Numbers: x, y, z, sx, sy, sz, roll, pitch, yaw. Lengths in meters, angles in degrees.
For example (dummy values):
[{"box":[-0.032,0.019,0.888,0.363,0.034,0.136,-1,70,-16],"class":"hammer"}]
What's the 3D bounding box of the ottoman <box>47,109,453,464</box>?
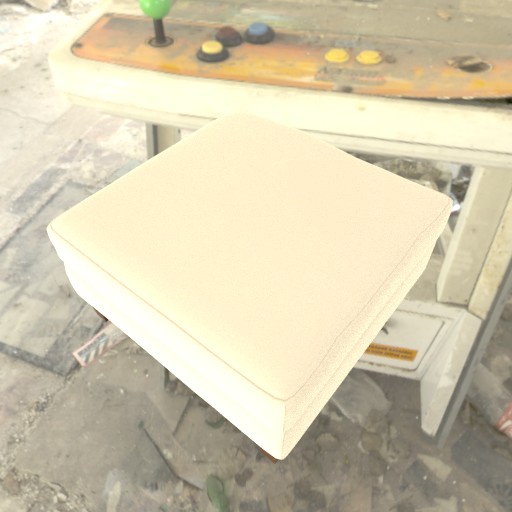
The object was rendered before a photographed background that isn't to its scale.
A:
[{"box":[0.000,0.000,1.373,0.838,0.479,0.838,31,55,25],"class":"ottoman"}]
